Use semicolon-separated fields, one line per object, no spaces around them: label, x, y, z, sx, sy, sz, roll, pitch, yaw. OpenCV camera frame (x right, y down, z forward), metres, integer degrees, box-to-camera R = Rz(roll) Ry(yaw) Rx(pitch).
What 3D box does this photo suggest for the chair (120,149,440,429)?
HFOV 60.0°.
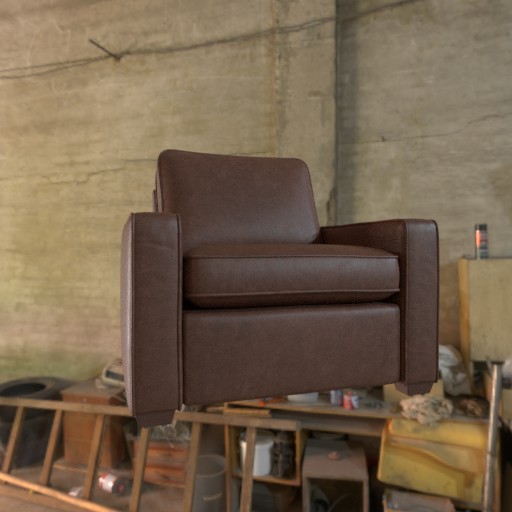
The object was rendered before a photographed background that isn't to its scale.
chair;0.000;0.000;1.741;1.017;0.919;0.940;0;1;-18
